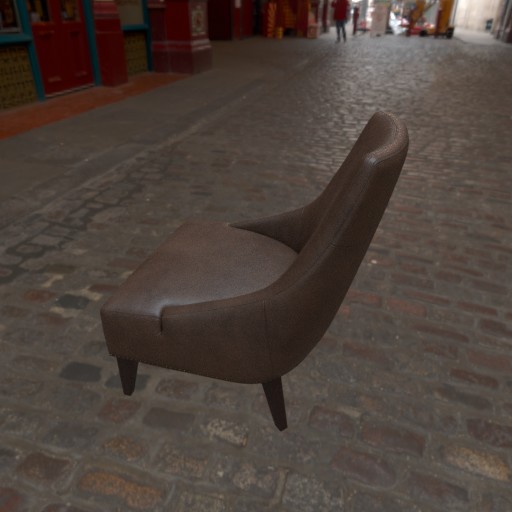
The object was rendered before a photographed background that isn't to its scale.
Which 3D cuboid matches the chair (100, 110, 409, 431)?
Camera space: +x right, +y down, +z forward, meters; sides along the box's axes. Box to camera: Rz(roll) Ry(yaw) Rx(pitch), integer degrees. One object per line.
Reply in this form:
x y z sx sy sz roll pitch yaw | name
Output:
0.000 0.000 1.515 0.861 0.909 0.701 8 31 14 | chair
